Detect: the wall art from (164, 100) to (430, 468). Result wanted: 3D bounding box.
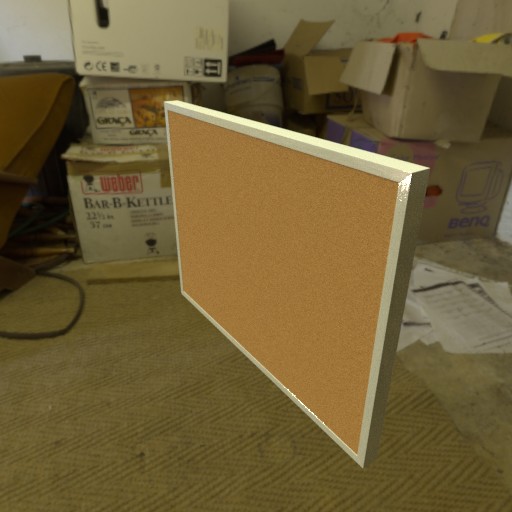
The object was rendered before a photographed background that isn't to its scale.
[{"bbox_3d":[0.000,0.000,1.361,0.053,0.787,1.041,-18,32,-31],"label":"wall art"}]
